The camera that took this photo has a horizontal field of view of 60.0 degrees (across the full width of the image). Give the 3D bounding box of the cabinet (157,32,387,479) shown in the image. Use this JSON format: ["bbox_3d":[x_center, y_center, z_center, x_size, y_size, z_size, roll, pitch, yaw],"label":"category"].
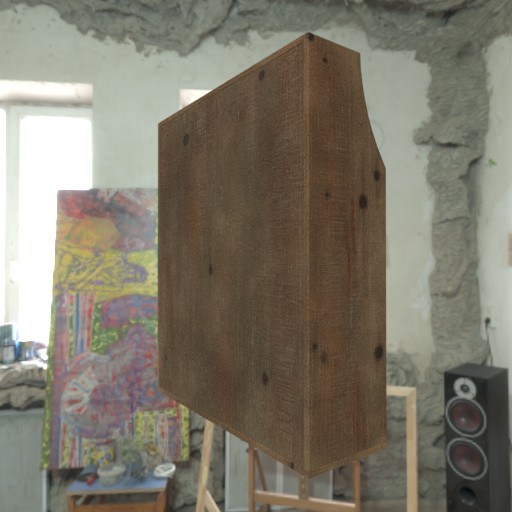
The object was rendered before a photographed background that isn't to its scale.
[{"bbox_3d":[0.000,0.000,0.836,0.184,0.590,0.489,0,-1,-36],"label":"cabinet"}]
